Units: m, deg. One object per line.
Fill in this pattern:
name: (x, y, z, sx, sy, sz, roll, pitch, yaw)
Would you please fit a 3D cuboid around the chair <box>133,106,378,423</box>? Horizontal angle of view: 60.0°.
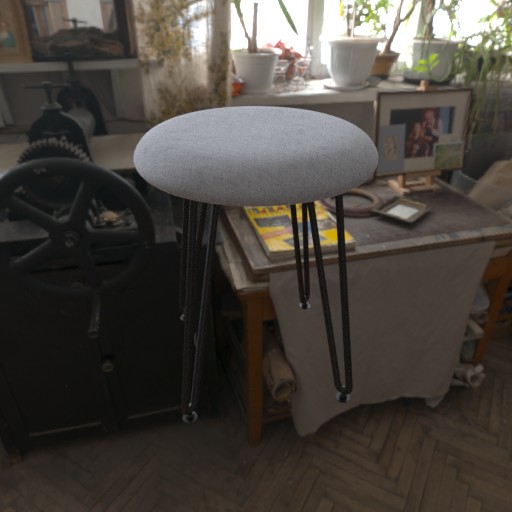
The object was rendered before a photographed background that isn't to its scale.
chair: (0.000, 0.000, 0.655, 0.350, 0.386, 0.350, 20, 36, 30)
